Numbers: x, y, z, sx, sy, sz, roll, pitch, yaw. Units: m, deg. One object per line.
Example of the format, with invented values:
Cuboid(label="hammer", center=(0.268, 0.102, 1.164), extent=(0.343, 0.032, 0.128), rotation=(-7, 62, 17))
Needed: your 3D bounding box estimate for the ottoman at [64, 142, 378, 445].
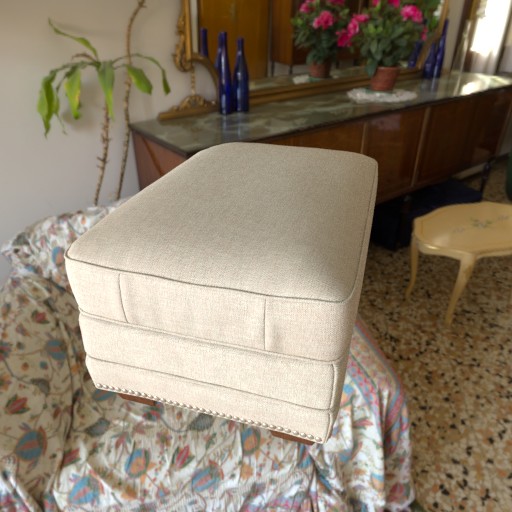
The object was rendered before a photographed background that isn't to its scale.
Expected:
Cuboid(label="ottoman", center=(0.000, 0.000, 1.163), extent=(0.559, 0.458, 0.813), rotation=(8, 32, 14))
